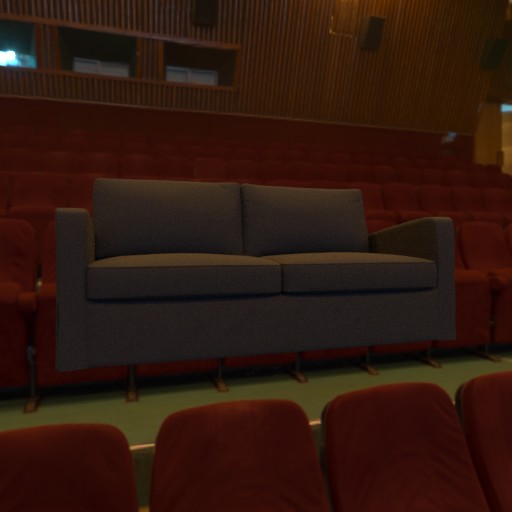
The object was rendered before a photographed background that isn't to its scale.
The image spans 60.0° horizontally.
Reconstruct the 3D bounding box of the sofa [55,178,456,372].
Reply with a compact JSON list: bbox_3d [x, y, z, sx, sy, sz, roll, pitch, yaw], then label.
[{"bbox_3d":[0.000,0.000,2.316,1.852,0.839,0.898,0,1,-18],"label":"sofa"}]
